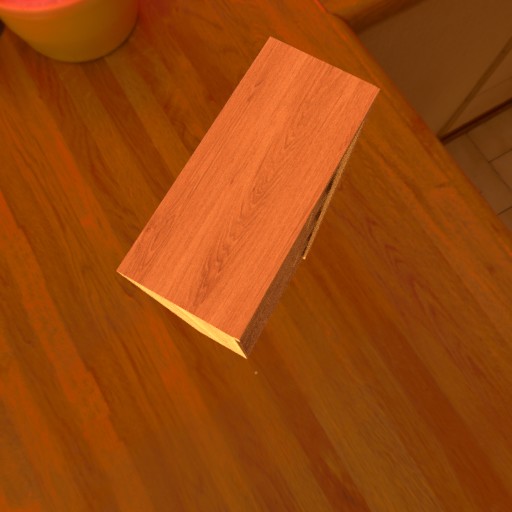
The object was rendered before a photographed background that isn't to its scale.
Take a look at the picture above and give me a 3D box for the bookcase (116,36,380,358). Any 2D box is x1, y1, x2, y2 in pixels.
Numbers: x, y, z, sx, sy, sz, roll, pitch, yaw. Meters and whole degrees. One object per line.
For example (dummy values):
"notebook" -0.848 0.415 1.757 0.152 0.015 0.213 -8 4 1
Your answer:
"bookcase" 0.000 0.000 2.374 0.420 2.020 0.950 29 77 7
